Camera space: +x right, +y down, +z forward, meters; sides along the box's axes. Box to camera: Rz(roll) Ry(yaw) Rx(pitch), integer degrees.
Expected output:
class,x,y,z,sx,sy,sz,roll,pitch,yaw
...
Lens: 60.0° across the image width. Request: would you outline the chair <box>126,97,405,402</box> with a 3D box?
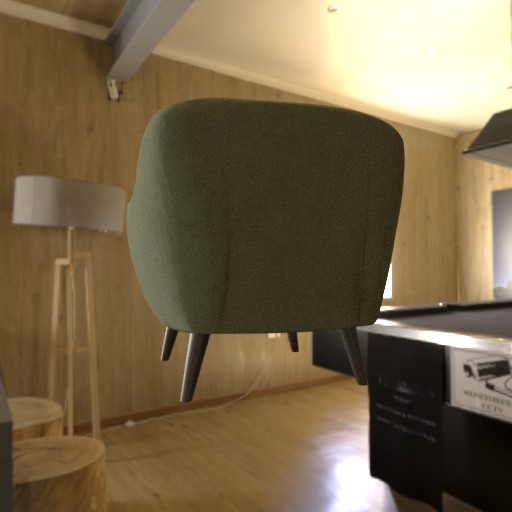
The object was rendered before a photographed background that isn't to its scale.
class,x,y,z,sx,sy,sz,roll,pitch,yaw
chair,0.000,0.000,1.520,0.840,0.804,0.819,0,-1,-18
